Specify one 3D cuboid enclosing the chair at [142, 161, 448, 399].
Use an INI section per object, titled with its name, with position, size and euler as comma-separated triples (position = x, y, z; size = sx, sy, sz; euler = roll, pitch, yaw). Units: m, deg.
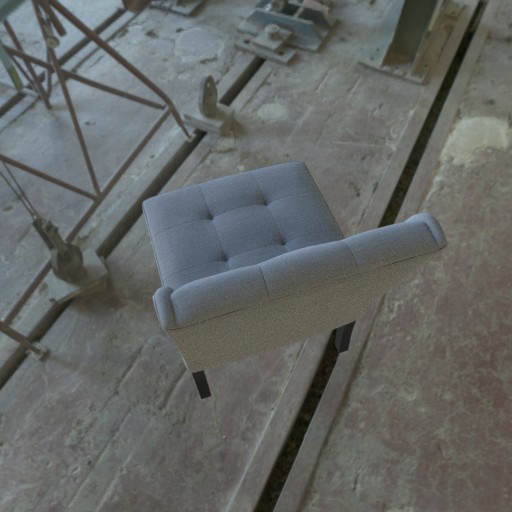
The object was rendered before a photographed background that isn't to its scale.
[chair]
position = 0.000, 0.000, 1.300
size = 0.569, 0.853, 0.676
euler = -16, 59, -10
